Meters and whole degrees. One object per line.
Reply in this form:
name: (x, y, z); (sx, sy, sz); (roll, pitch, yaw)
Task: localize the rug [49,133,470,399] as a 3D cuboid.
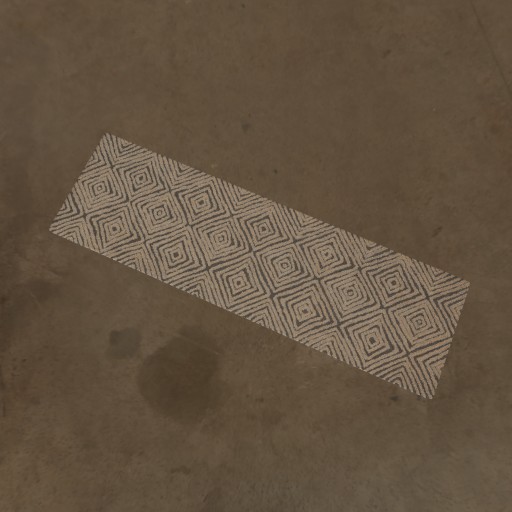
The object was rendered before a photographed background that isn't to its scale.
rug: (0.000, 0.000, 2.475); (2.277, 0.008, 0.676); (23, 77, 6)
